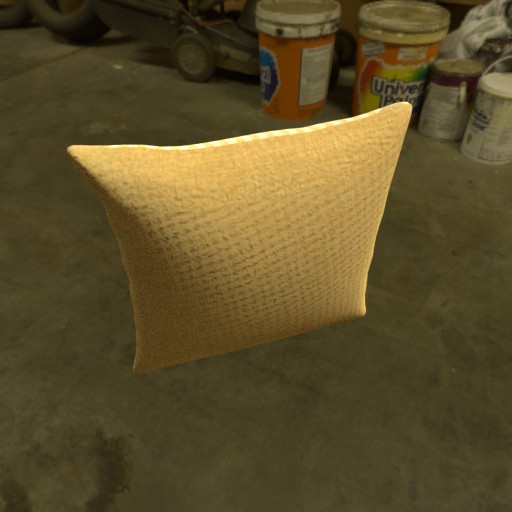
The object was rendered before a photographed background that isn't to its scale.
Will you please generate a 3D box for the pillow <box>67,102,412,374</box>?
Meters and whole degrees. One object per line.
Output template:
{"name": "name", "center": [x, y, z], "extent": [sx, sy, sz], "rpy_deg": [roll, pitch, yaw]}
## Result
{"name": "pillow", "center": [0.000, 0.000, 0.641], "extent": [0.419, 0.407, 0.173], "rpy_deg": [-12, 43, -13]}
